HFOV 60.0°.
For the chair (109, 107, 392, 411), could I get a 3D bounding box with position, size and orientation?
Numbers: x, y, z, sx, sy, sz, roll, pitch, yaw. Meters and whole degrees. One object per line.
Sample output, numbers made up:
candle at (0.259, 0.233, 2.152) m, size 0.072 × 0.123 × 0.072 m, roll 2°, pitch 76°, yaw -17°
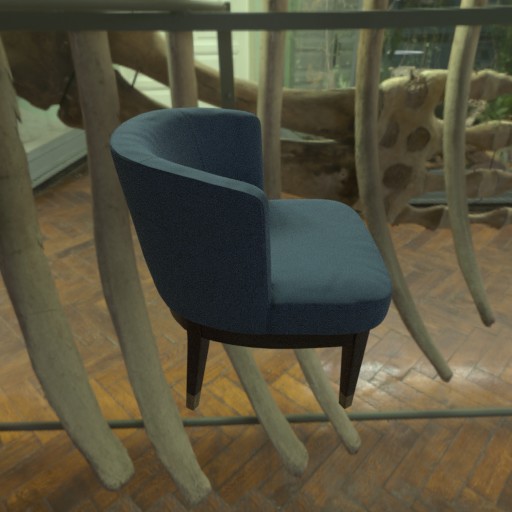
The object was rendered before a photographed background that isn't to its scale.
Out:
chair at (0.000, 0.000, 1.302) m, size 0.702 × 0.760 × 0.661 m, roll 0°, pitch 31°, yaw -1°
